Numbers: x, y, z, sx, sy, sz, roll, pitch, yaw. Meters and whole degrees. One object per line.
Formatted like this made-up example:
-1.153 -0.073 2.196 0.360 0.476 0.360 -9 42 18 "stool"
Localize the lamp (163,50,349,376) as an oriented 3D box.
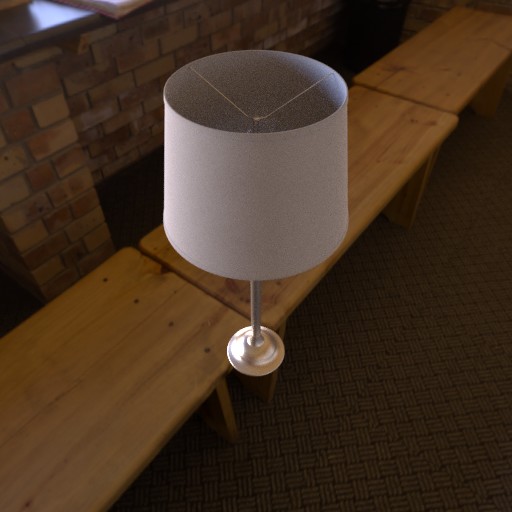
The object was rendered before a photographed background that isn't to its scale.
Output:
0.000 0.000 0.884 0.331 0.698 0.331 0 46 0 "lamp"
